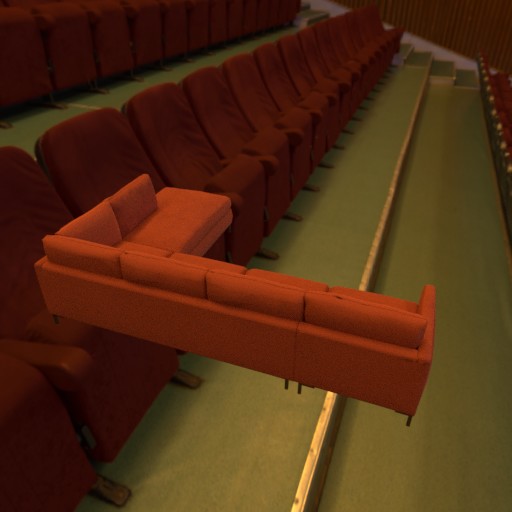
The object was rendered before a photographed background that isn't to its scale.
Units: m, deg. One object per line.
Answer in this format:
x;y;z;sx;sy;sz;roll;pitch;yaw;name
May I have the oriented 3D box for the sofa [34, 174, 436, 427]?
0.000;0.000;3.576;2.736;0.757;1.879;11;34;17;sofa
